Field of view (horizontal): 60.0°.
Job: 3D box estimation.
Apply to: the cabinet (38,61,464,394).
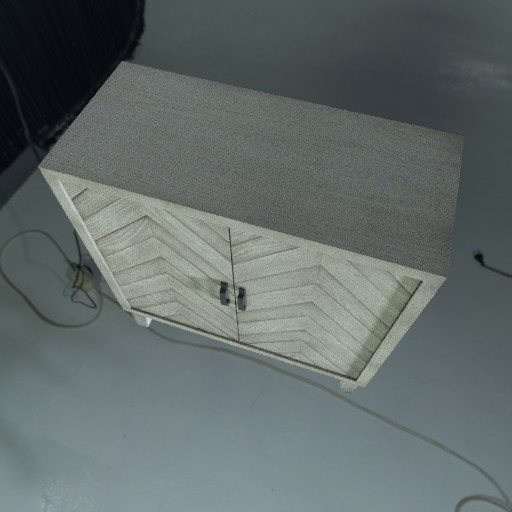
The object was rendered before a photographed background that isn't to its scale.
[{"bbox_3d":[0.000,0.000,1.219,0.781,0.787,0.370,16,59,10],"label":"cabinet"}]
